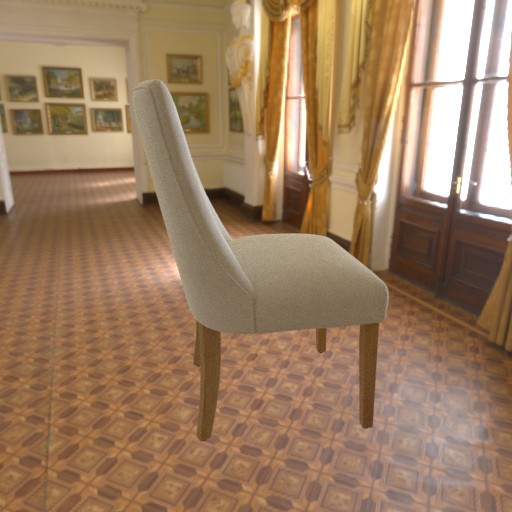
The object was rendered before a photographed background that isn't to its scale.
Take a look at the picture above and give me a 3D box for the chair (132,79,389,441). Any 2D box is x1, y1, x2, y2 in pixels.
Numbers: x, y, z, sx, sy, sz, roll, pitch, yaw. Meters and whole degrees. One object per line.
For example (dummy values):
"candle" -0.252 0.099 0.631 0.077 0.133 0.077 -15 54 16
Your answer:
"chair" 0.000 0.000 1.265 0.610 0.902 0.495 -3 17 -9
